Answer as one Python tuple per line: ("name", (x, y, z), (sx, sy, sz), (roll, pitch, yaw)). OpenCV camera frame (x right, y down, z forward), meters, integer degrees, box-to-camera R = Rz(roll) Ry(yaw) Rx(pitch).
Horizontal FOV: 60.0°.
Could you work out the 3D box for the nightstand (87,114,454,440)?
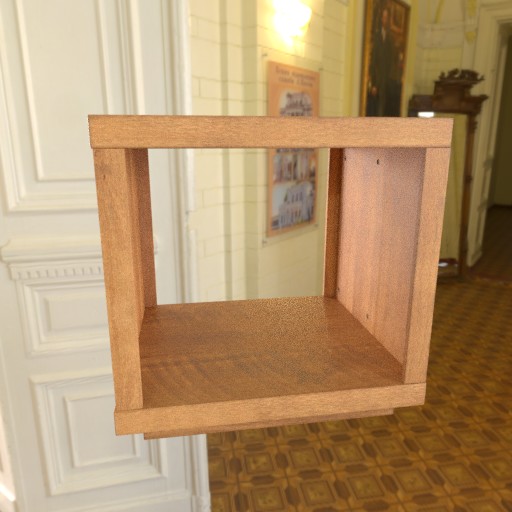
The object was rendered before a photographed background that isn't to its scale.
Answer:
("nightstand", (0.000, 0.000, 0.850), (0.493, 0.491, 0.436), (-2, 15, -9))
